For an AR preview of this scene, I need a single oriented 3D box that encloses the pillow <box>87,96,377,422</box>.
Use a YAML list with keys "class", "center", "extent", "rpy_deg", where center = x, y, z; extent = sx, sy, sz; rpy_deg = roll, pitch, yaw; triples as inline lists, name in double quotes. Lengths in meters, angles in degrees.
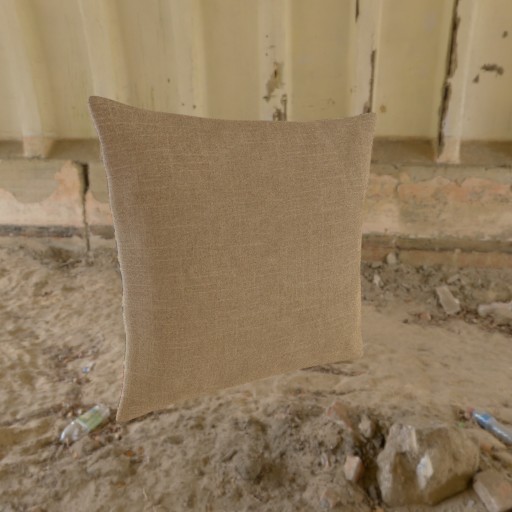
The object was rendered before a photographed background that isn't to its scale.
- class: "pillow"
  center: [0.000, 0.000, 0.782]
  extent: [0.523, 0.506, 0.166]
  rpy_deg: [-7, 15, -27]
